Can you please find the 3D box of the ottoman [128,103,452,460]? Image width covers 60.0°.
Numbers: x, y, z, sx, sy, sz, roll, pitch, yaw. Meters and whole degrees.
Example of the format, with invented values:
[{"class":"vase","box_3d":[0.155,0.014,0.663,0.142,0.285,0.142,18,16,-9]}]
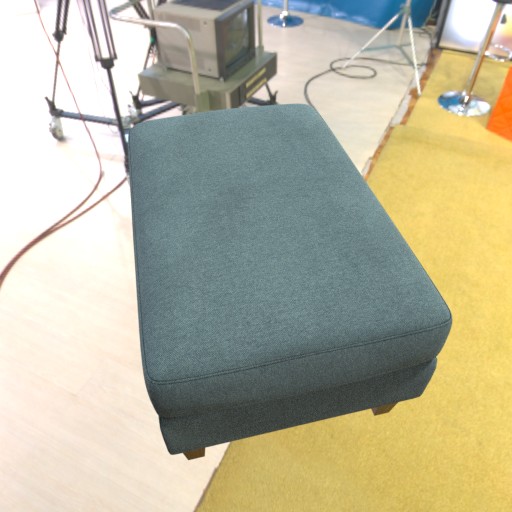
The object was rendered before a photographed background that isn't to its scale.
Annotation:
[{"class":"ottoman","box_3d":[0.000,0.000,1.165,0.584,0.483,0.864,-10,47,-9]}]
